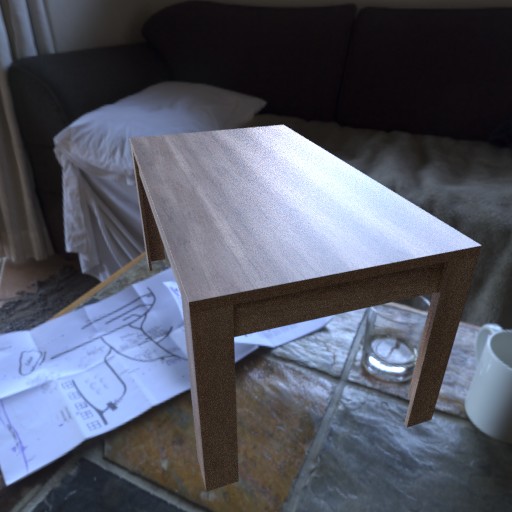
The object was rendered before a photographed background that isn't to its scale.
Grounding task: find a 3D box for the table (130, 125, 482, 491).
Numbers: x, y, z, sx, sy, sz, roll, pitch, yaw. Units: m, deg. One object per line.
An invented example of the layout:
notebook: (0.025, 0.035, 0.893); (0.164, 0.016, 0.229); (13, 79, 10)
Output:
table: (0.000, 0.000, 2.067); (0.900, 0.775, 1.600); (-10, 31, -16)
